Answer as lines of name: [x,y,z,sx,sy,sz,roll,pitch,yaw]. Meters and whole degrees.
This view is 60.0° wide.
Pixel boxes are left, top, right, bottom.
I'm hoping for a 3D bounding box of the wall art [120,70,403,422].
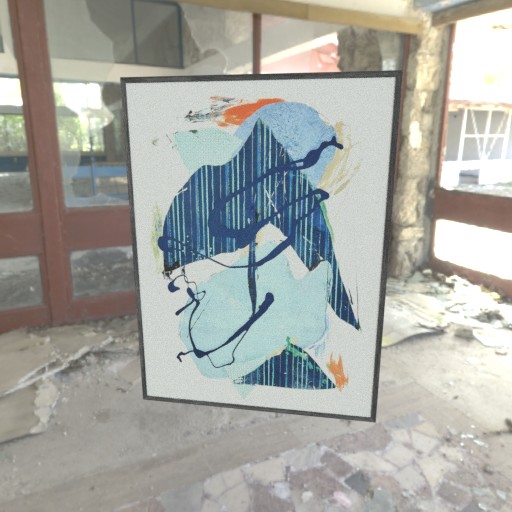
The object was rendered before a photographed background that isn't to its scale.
wall art: [0.000,0.000,1.336,0.762,1.016,0.063,2,15,9]
